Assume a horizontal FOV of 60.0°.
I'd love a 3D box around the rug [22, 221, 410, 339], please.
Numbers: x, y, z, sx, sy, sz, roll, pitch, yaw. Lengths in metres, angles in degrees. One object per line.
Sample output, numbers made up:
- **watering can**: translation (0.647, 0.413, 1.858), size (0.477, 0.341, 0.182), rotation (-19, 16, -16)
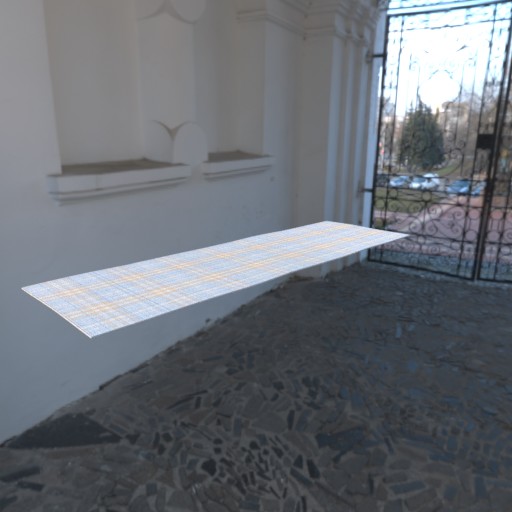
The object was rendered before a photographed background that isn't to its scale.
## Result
- **rug**: translation (0.000, 0.000, 2.710), size (2.439, 0.013, 0.762), rotation (-15, 21, -42)
